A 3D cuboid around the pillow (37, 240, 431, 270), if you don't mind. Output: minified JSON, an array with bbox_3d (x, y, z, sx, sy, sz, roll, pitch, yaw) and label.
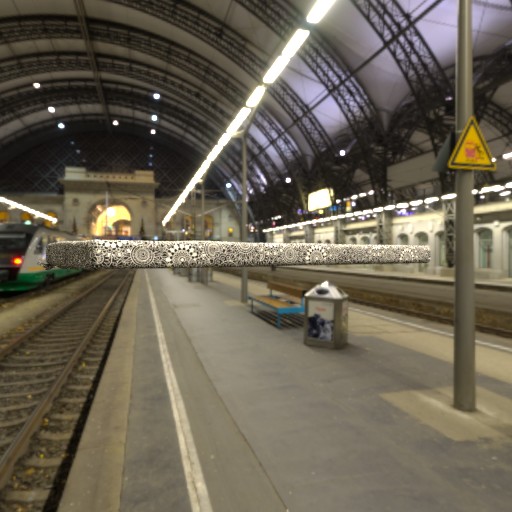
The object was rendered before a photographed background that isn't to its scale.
[{"bbox_3d":[0.000,0.000,1.388,1.187,0.081,0.492,0,0,-36],"label":"pillow"}]
